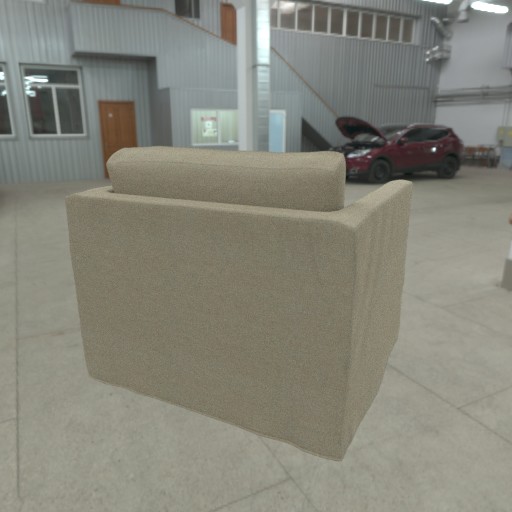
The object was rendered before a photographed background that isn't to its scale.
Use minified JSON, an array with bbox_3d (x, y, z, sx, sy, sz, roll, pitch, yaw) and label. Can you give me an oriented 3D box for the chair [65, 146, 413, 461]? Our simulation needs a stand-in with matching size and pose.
[{"bbox_3d":[0.000,0.000,1.767,1.057,0.863,0.949,8,18,26],"label":"chair"}]
